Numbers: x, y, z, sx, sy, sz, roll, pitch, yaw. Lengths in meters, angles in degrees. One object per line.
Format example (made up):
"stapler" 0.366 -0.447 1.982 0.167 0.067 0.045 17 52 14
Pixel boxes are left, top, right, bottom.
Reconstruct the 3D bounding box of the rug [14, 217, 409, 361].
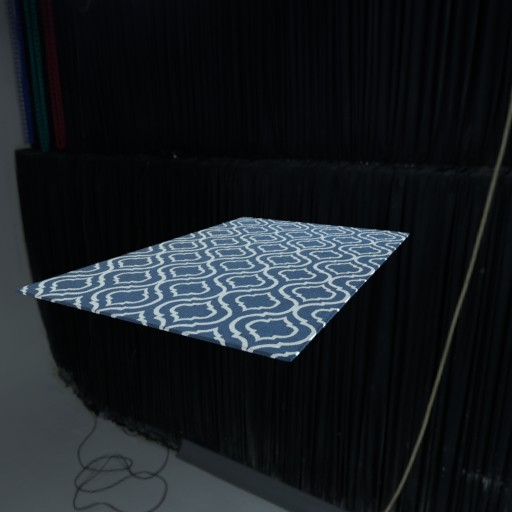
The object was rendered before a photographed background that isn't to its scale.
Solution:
"rug" 0.000 0.000 2.162 1.143 0.010 1.753 8 17 27
